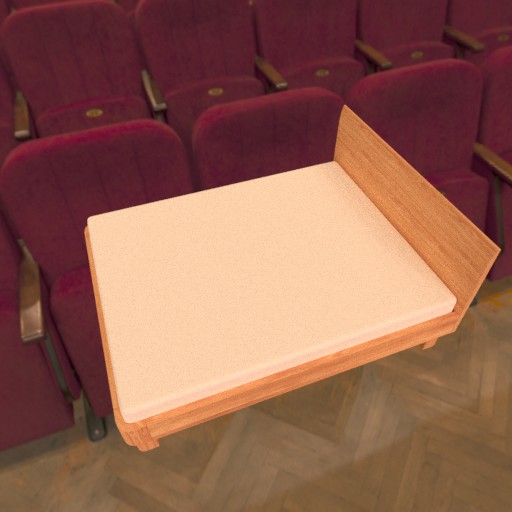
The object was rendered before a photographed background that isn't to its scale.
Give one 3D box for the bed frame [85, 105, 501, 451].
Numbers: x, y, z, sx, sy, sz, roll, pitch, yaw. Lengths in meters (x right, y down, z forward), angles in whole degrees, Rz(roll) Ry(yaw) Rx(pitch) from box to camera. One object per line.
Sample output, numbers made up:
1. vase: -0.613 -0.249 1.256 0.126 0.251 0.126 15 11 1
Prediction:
1. bed frame: 0.000 0.000 2.916 2.092 0.940 1.660 -15 48 -14
